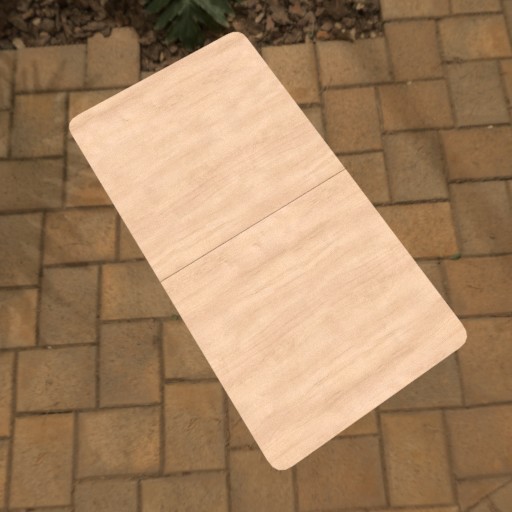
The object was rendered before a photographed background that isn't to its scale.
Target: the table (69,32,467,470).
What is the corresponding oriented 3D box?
[{"bbox_3d":[0.000,0.000,1.947,0.750,0.900,1.400,-32,78,-8],"label":"table"}]
